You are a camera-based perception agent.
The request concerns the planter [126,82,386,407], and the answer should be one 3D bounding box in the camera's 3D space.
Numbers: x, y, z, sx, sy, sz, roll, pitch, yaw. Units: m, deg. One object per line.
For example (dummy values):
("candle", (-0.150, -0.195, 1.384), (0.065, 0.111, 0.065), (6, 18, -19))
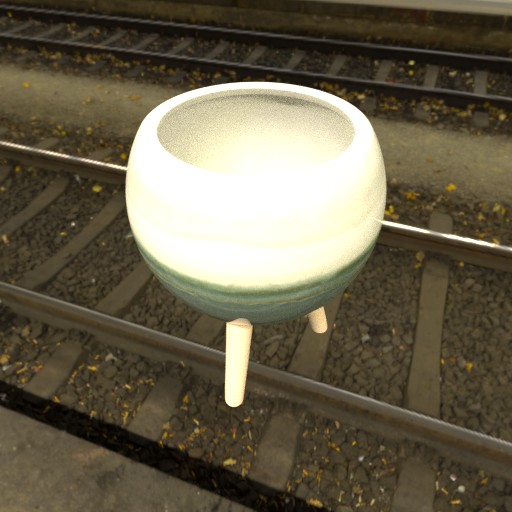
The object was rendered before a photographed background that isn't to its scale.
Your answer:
("planter", (0.000, 0.000, 0.439), (0.222, 0.278, 0.222), (0, 41, 0))
